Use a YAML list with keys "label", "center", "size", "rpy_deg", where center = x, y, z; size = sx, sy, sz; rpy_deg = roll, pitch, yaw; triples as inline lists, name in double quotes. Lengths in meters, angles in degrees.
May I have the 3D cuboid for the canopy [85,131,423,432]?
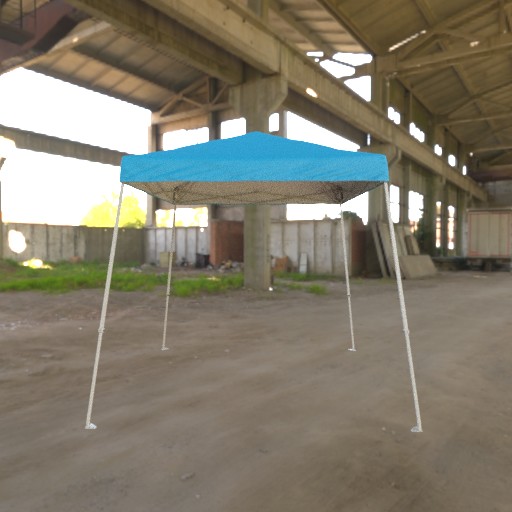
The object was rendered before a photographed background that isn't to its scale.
- label: "canopy"
  center: [0.000, 0.000, 6.460]
  size: [3.600, 3.600, 3.599]
  rpy_deg: [0, 2, 1]
